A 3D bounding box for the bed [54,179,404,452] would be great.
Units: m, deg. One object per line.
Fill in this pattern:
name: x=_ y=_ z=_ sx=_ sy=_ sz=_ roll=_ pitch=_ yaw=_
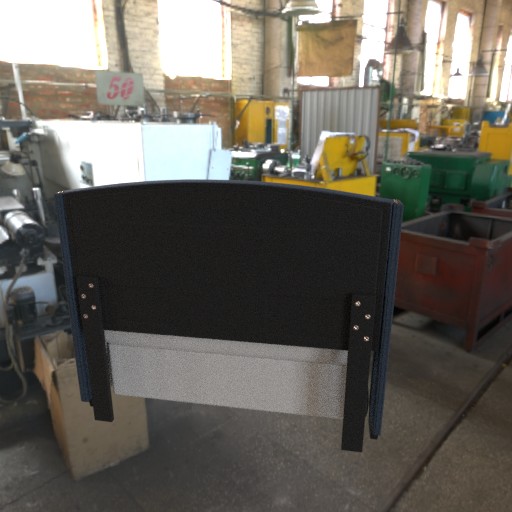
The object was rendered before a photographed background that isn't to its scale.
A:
bed: x=0.000 y=0.000 z=3.312 sx=1.710 sy=1.407 sz=2.237 roll=3 pitch=18 yaw=9
